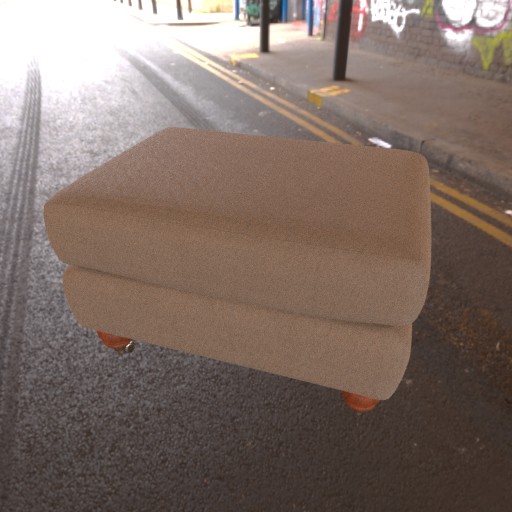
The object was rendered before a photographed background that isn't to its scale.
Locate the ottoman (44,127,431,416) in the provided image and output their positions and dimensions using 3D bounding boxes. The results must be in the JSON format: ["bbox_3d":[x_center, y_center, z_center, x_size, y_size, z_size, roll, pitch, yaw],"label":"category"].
[{"bbox_3d":[0.000,0.000,1.118,0.773,0.504,0.569,10,34,15],"label":"ottoman"}]
